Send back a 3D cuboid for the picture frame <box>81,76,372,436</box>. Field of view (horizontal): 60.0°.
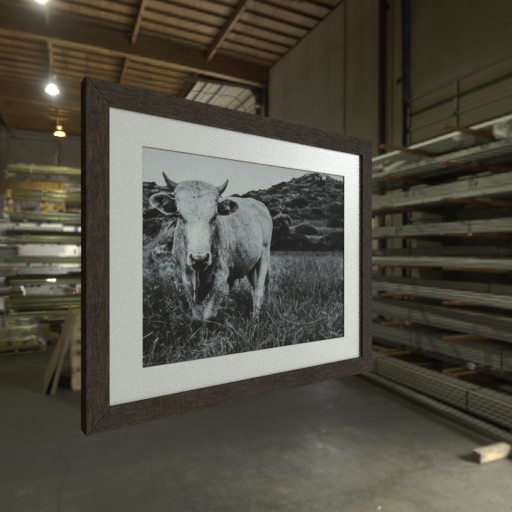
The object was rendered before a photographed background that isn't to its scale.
[{"bbox_3d":[0.000,0.000,0.730,0.546,0.455,0.026,0,0,-36],"label":"picture frame"}]
